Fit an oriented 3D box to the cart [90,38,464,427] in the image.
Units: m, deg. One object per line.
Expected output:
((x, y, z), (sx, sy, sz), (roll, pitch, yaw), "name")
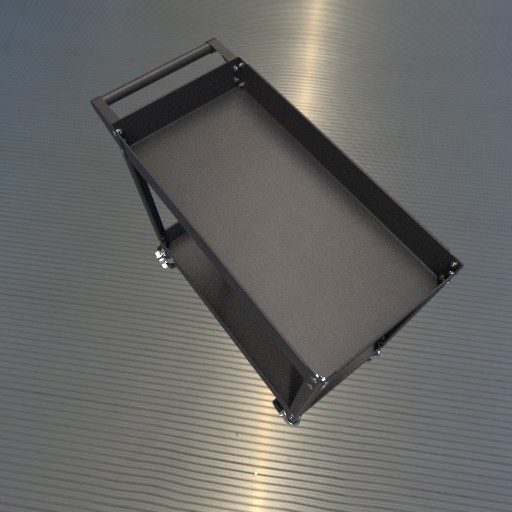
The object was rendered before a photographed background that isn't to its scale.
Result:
((0.000, 0.000, 1.186), (0.366, 0.719, 0.779), (-35, 69, -16), "cart")
